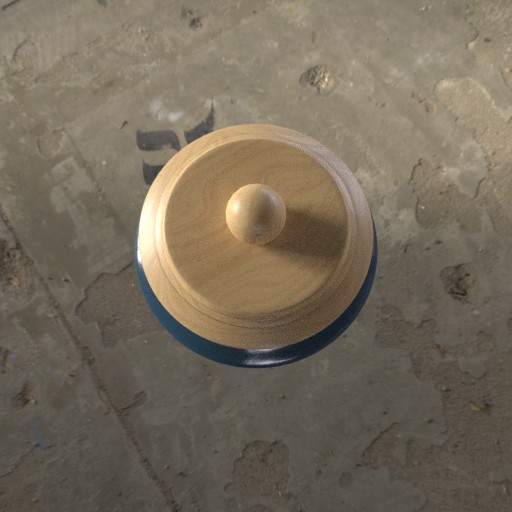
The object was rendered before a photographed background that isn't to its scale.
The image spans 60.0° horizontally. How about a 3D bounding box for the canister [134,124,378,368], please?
[{"bbox_3d":[0.000,0.000,0.265,0.130,0.176,0.130,0,76,0],"label":"canister"}]
